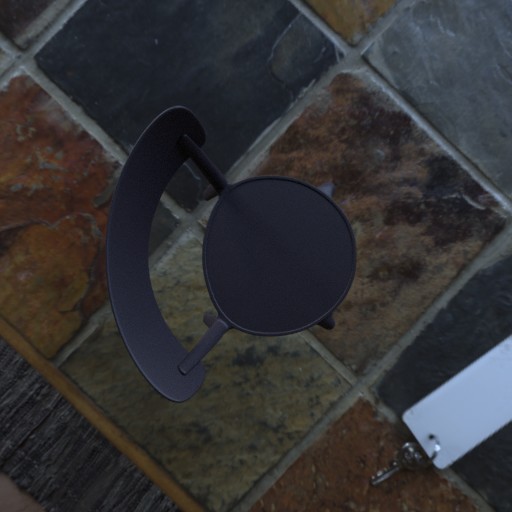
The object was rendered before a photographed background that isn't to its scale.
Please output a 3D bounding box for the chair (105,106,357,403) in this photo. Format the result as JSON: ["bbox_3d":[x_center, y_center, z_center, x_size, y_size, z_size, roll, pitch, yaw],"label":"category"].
[{"bbox_3d":[0.000,0.000,1.130,0.491,0.790,0.506,0,89,1],"label":"chair"}]
